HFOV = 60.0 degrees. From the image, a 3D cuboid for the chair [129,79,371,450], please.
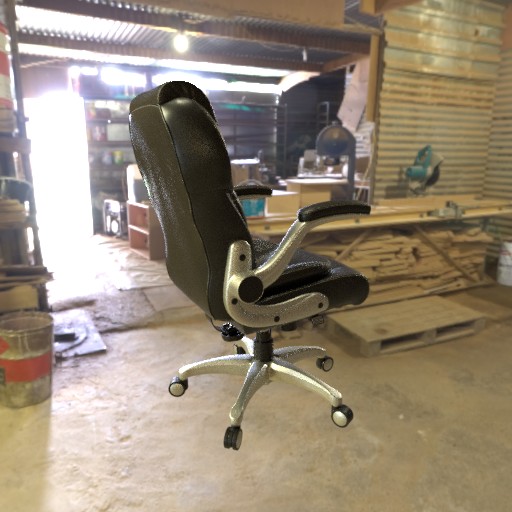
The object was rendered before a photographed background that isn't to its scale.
[{"bbox_3d":[0.000,0.000,1.643,0.801,1.141,0.724,-7,15,-26],"label":"chair"}]
